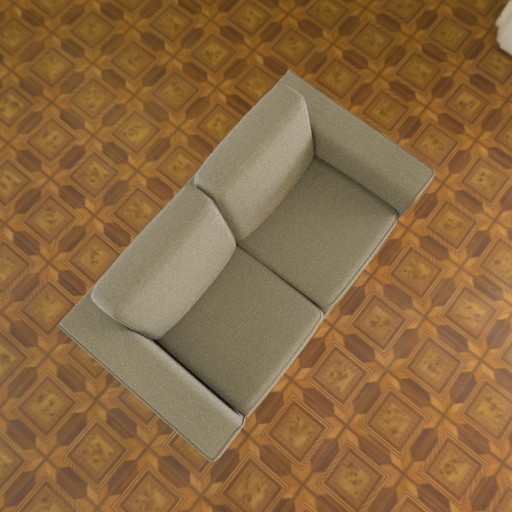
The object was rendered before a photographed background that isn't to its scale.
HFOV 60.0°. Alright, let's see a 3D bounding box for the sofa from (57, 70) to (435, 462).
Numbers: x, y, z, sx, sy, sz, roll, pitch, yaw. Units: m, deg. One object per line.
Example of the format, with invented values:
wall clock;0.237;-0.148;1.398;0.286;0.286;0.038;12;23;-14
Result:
sofa;0.000;0.000;2.415;1.007;0.924;1.812;38;79;9
